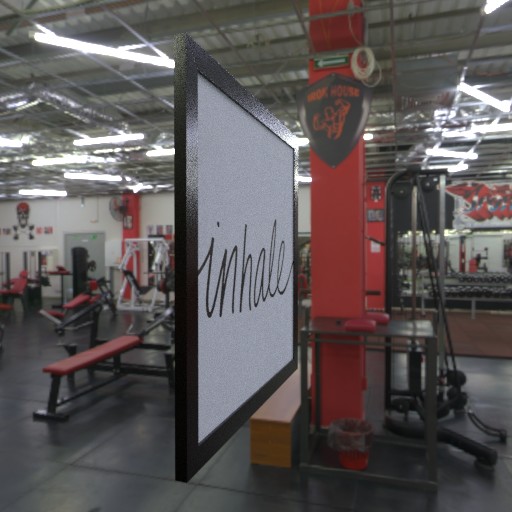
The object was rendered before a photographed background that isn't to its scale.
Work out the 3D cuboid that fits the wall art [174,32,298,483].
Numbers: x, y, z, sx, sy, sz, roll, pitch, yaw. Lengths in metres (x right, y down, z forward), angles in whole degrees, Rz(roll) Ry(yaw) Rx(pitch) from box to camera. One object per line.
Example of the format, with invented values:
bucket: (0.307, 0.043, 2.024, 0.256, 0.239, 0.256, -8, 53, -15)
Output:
wall art: (0.000, 0.000, 0.649, 0.014, 0.445, 0.446, 0, 1, 20)
